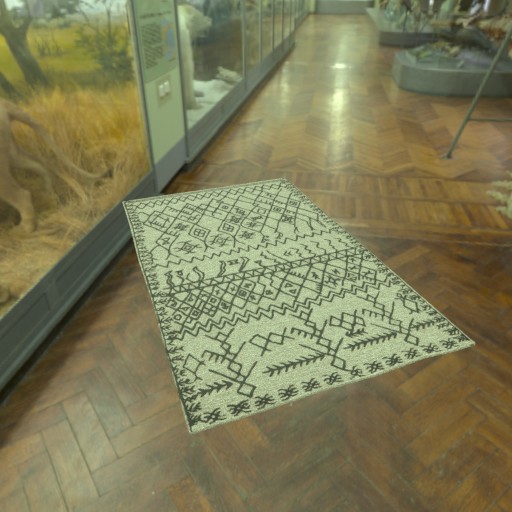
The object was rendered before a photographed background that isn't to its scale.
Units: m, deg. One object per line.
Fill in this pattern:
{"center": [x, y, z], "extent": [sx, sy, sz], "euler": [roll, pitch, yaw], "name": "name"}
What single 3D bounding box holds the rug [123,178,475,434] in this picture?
{"center": [0.000, 0.000, 4.781], "extent": [2.393, 0.019, 3.824], "euler": [-11, 34, -17], "name": "rug"}
